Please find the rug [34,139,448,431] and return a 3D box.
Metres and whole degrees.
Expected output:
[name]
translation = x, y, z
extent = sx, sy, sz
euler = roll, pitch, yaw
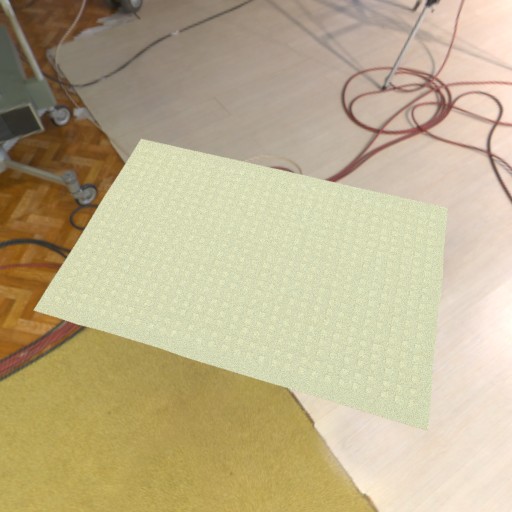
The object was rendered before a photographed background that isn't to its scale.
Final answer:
[rug]
translation = 0.000, 0.000, 2.149
extent = 1.747, 0.006, 1.143
euler = 15, 59, 9
